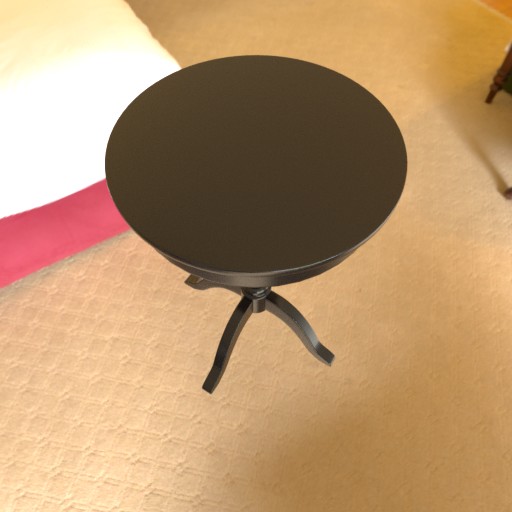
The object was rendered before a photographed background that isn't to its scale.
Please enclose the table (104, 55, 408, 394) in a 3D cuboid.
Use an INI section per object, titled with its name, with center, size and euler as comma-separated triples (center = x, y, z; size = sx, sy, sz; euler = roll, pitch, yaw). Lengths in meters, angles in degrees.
[table]
center = 0.000, 0.000, 0.985
size = 0.481, 0.665, 0.481
euler = 0, 57, 0
